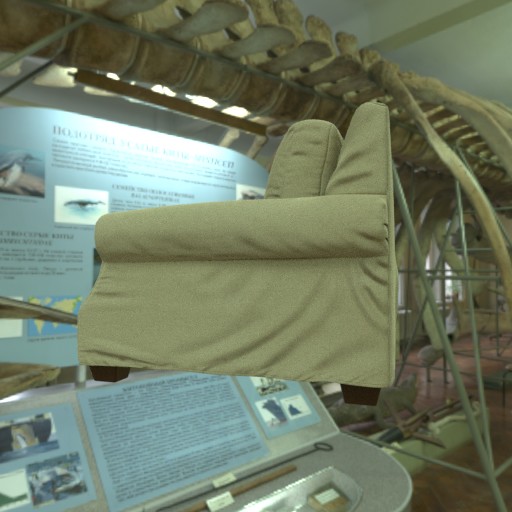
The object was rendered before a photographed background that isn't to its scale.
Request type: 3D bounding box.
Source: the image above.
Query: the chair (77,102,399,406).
[{"bbox_3d":[0.000,0.000,1.737,1.066,0.866,0.940,-1,-2,18],"label":"chair"}]
